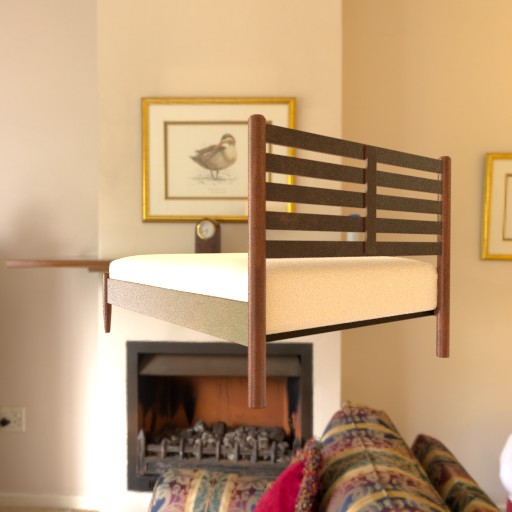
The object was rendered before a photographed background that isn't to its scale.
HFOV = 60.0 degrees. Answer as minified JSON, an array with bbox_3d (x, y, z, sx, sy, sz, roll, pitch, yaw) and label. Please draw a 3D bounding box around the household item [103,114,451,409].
[{"bbox_3d":[0.000,0.000,3.402,1.663,1.356,2.232,-1,1,-37],"label":"household item"}]
